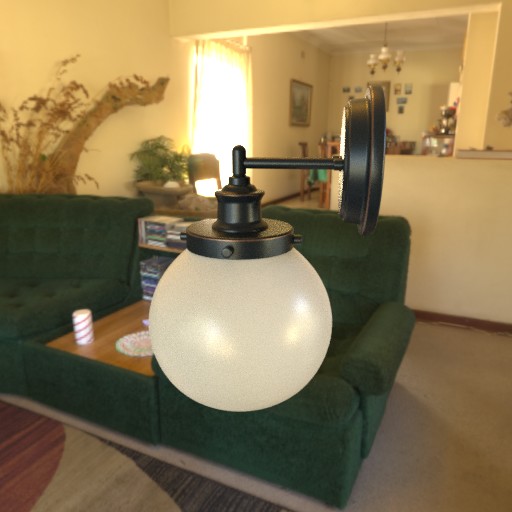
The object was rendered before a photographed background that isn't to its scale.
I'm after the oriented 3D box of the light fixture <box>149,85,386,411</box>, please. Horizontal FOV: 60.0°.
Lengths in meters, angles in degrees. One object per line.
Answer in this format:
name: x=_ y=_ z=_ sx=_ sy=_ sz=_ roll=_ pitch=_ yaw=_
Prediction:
light fixture: x=0.000 y=0.000 z=0.465 sx=0.230 sy=0.332 sz=0.197 roll=2 pitch=15 yaw=8
